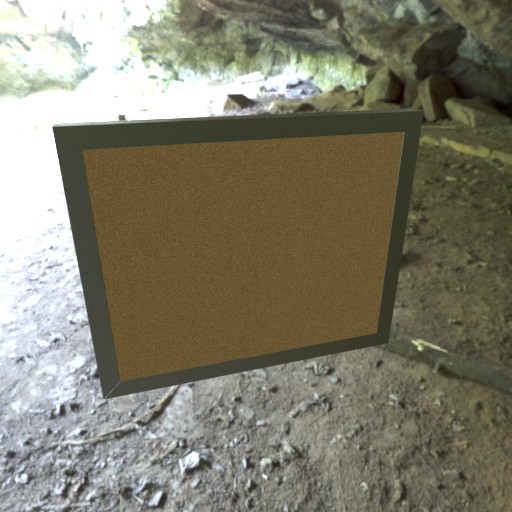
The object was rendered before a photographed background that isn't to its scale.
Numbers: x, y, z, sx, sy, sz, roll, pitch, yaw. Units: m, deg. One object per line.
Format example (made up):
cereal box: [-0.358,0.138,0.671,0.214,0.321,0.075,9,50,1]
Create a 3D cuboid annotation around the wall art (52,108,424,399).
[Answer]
wall art: [0.000,0.000,0.752,0.557,0.456,0.032,-7,26,-15]
